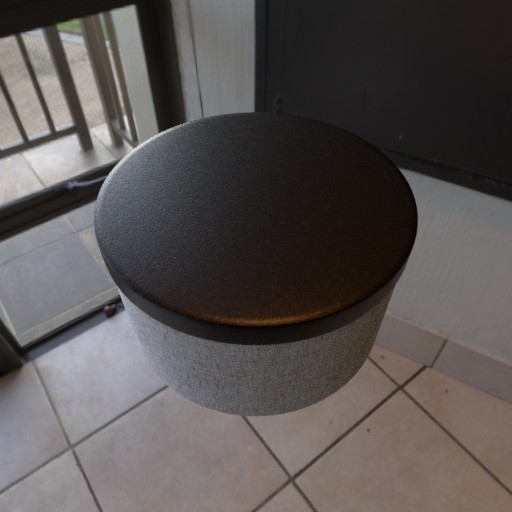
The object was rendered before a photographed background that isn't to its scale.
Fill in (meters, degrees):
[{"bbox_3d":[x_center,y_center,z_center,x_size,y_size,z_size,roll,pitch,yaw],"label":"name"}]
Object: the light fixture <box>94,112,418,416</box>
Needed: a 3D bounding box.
[{"bbox_3d":[0.000,0.000,0.630,0.389,0.229,0.389,0,47,0],"label":"light fixture"}]
